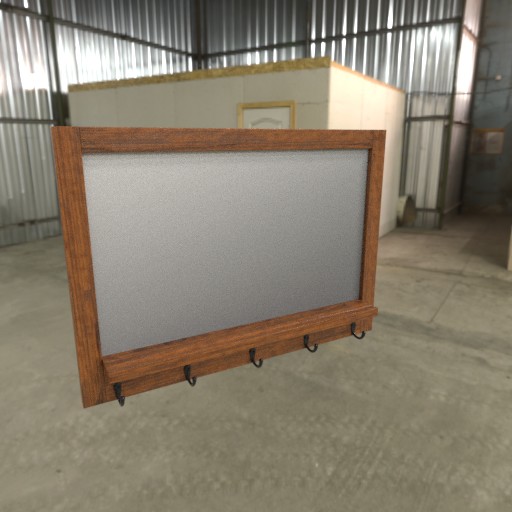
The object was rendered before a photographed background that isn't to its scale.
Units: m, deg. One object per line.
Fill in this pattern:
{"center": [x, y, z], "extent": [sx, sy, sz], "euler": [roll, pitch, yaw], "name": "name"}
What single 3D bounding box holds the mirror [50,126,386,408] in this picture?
{"center": [0.000, 0.000, 0.969], "extent": [0.758, 0.537, 0.084], "euler": [-8, 17, -28], "name": "mirror"}
